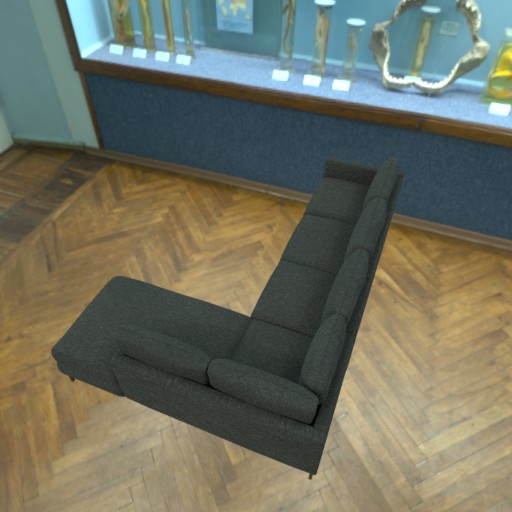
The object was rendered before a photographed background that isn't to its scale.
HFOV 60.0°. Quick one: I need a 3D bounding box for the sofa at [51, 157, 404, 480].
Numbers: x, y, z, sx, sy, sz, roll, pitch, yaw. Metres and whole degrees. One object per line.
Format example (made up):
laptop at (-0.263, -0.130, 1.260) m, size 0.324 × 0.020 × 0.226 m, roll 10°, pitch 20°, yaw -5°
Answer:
sofa at (0.000, 0.000, 3.841) m, size 2.007 × 0.815 × 2.949 m, roll 16°, pitch 47°, yaw 16°
